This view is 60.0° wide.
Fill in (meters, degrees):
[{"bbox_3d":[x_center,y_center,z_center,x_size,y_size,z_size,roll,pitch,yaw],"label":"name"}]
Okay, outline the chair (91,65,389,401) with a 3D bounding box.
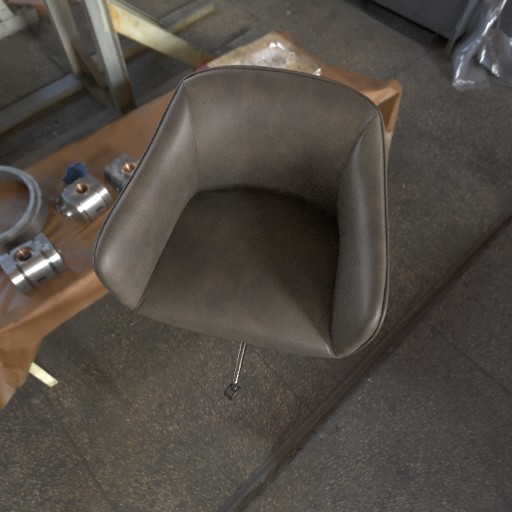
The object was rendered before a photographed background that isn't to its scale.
[{"bbox_3d":[0.000,0.000,1.326,0.713,0.827,0.689,12,60,7],"label":"chair"}]
